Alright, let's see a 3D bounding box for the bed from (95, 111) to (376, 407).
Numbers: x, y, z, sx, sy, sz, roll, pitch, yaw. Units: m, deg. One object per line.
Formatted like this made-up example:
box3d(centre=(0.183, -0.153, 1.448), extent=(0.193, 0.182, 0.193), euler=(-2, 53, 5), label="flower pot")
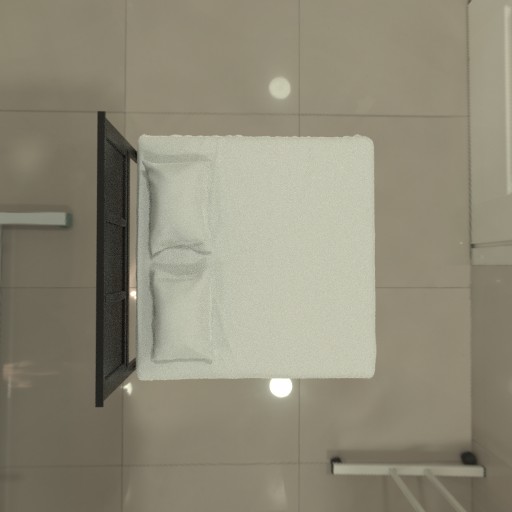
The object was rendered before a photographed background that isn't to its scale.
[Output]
box3d(centre=(0.000, 0.000, 3.660), extent=(2.219, 1.271, 2.315), euler=(0, 89, -2), label="bed")
